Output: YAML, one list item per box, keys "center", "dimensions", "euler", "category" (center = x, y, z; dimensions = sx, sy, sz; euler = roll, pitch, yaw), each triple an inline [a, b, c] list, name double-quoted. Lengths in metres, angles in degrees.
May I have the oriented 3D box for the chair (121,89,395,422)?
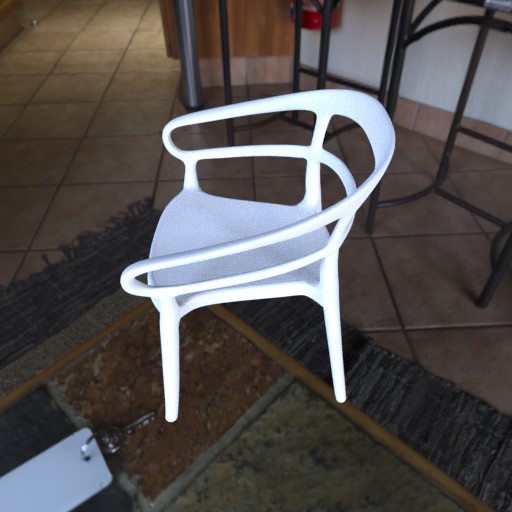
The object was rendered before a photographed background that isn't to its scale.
- center: [0.000, 0.000, 1.136]
  dimensions: [0.527, 0.761, 0.559]
  euler: [0, 44, 0]
  category: "chair"
